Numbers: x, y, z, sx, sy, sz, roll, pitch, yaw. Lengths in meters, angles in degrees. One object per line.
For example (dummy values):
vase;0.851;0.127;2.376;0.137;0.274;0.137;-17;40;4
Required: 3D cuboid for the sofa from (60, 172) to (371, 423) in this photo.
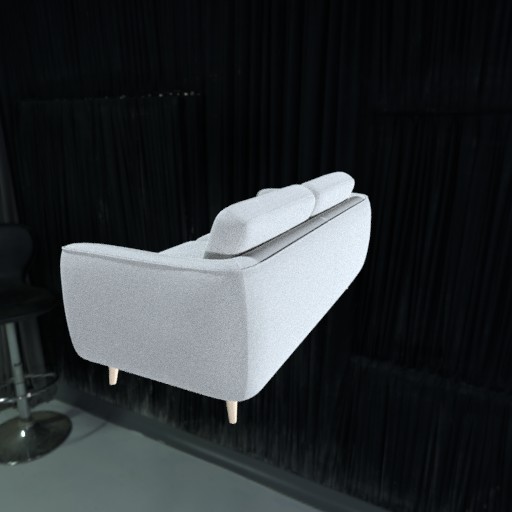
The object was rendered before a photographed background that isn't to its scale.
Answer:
sofa;0.000;0.000;2.493;0.920;0.850;2.000;8;18;25
